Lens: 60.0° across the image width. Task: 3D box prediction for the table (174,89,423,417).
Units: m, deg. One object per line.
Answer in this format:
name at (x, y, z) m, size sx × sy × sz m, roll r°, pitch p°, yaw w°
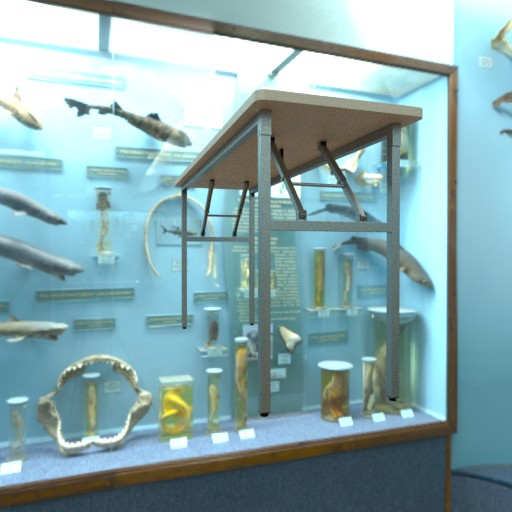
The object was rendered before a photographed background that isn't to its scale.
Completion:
table at (0.000, 0.000, 1.702) m, size 0.446 × 0.750 × 1.397 m, roll 0°, pitch 1°, yaw -18°
